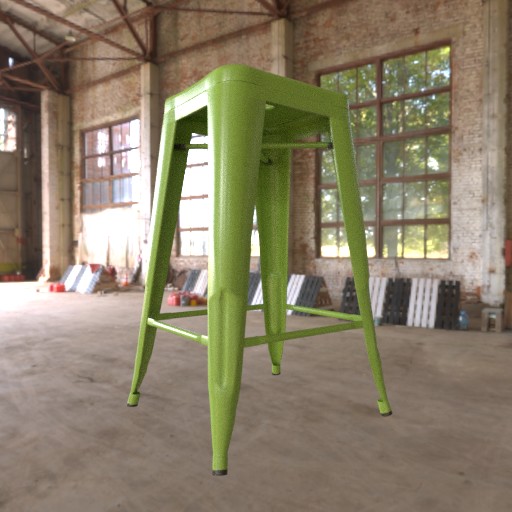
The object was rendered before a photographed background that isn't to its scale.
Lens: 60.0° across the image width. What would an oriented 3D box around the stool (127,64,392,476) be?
[{"bbox_3d":[0.000,0.000,0.867,0.398,0.609,0.358,-1,2,-36],"label":"stool"}]
